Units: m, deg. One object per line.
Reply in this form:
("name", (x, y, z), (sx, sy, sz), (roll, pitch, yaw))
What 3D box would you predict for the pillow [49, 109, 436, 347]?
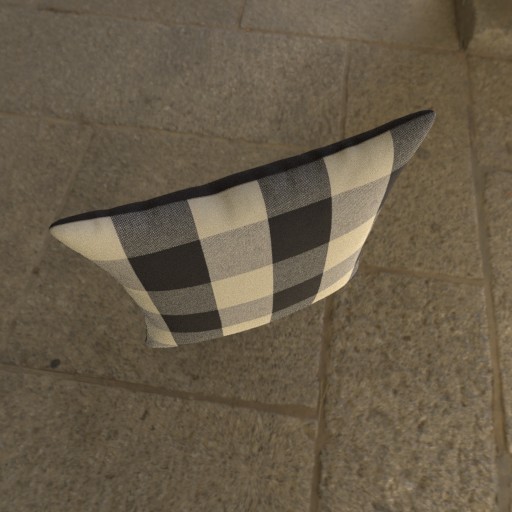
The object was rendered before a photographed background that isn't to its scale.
("pillow", (0.000, 0.000, 0.775), (0.511, 0.509, 0.161), (-19, 65, -9))
